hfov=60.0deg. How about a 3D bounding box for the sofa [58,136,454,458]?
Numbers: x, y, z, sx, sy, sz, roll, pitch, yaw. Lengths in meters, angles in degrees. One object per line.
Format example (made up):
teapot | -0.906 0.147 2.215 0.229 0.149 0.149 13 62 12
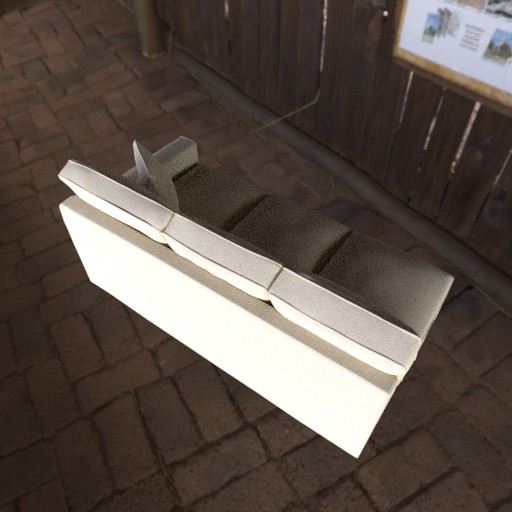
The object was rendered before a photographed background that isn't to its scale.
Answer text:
sofa | 0.000 0.000 2.500 1.963 0.946 1.034 28 53 23
